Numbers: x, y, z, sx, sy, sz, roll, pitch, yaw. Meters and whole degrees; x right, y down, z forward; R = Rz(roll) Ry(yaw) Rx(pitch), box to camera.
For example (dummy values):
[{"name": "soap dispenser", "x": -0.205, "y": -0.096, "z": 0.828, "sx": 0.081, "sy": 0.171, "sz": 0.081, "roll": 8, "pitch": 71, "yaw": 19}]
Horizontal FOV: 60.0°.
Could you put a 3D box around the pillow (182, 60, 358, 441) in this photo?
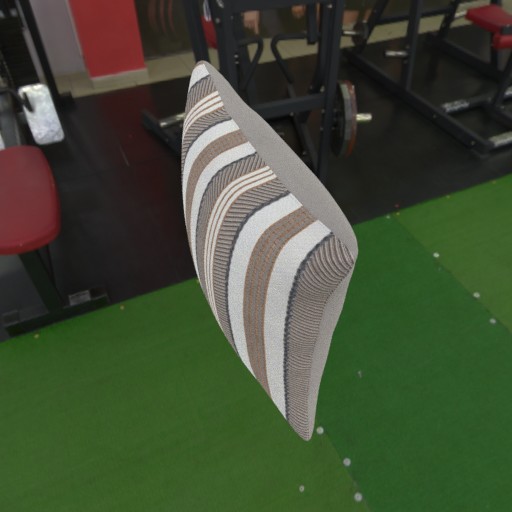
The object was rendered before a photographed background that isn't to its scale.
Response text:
[{"name": "pillow", "x": 0.000, "y": 0.000, "z": 0.636, "sx": 0.173, "sy": 0.401, "sz": 0.416, "roll": -17, "pitch": 49, "yaw": -15}]
